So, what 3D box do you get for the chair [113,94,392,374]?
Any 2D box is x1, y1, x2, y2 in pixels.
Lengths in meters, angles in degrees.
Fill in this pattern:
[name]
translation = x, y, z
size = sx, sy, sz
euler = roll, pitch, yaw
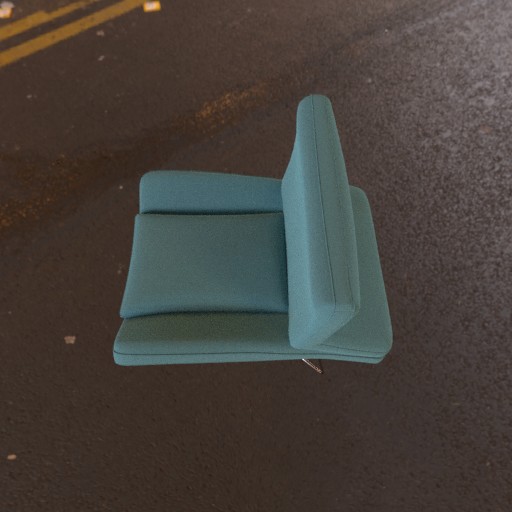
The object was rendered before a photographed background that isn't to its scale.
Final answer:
[chair]
translation = 0.000, 0.000, 1.716
size = 1.008, 0.855, 0.859
euler = 0, 59, 0
